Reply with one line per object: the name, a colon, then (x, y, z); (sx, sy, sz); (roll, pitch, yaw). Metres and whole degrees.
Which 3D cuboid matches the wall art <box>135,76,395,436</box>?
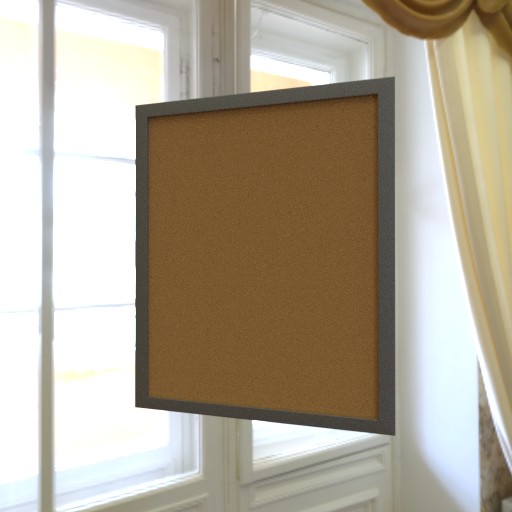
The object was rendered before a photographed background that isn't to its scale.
wall art: (0.000, 0.000, 0.766); (0.458, 0.558, 0.029); (0, 0, 17)
